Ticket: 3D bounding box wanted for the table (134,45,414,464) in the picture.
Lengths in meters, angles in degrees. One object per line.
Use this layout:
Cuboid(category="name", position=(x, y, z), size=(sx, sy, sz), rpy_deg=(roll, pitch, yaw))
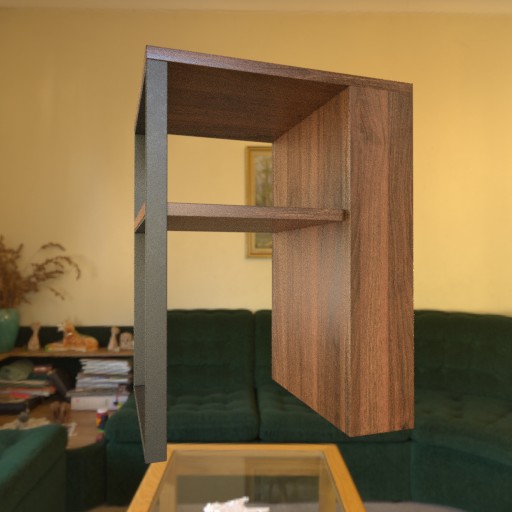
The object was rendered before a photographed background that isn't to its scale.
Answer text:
Cuboid(category="table", position=(0.000, 0.000, 1.529), size=(0.786, 1.041, 0.660), rpy_deg=(0, -1, -18))
